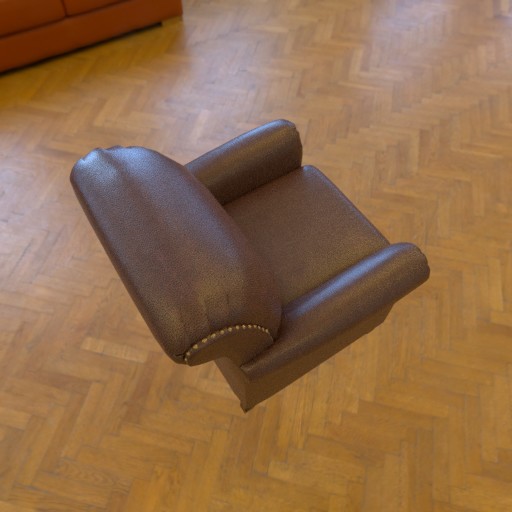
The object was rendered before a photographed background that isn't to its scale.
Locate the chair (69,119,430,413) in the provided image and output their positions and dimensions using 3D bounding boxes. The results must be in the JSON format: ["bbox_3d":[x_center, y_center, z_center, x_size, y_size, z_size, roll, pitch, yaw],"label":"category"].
[{"bbox_3d":[0.000,0.000,1.571,0.890,0.927,0.854,-29,62,-17],"label":"chair"}]
